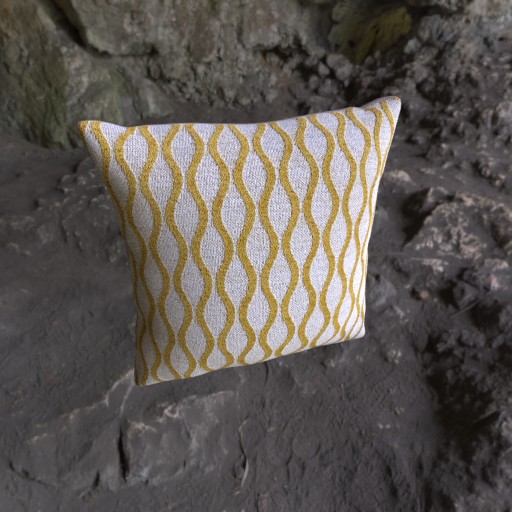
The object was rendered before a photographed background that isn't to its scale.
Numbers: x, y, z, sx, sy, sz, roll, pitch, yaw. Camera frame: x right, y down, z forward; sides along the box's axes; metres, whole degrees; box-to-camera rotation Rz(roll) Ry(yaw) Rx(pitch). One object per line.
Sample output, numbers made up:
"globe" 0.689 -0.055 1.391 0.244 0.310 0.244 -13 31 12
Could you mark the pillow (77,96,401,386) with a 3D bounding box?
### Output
"pillow" 0.000 0.000 0.669 0.429 0.436 0.159 -9 32 -15
